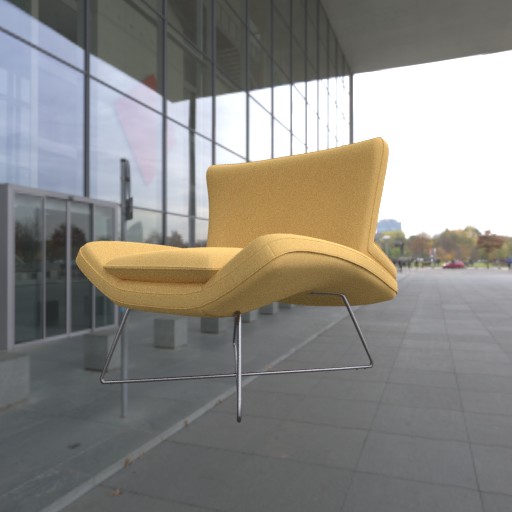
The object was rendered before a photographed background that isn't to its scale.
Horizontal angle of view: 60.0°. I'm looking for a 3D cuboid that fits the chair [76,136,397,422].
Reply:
[{"bbox_3d":[0.000,0.000,1.664,0.859,0.855,1.008,0,-1,37],"label":"chair"}]
